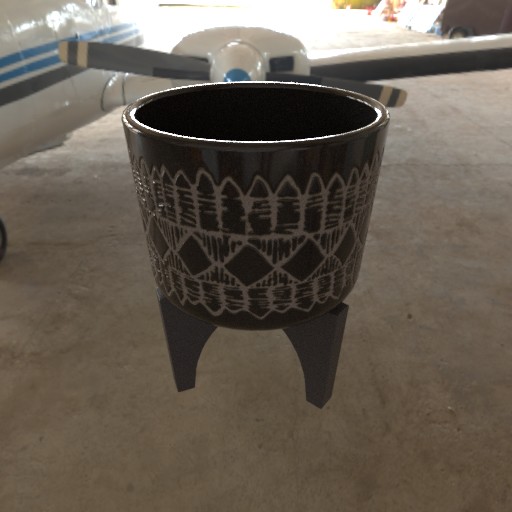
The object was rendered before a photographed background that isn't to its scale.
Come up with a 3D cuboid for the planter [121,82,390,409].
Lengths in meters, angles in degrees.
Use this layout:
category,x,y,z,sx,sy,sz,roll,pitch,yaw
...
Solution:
category,x,y,z,sx,sy,sz,roll,pitch,yaw
planter,0.000,0.000,0.400,0.196,0.264,0.196,22,38,32
